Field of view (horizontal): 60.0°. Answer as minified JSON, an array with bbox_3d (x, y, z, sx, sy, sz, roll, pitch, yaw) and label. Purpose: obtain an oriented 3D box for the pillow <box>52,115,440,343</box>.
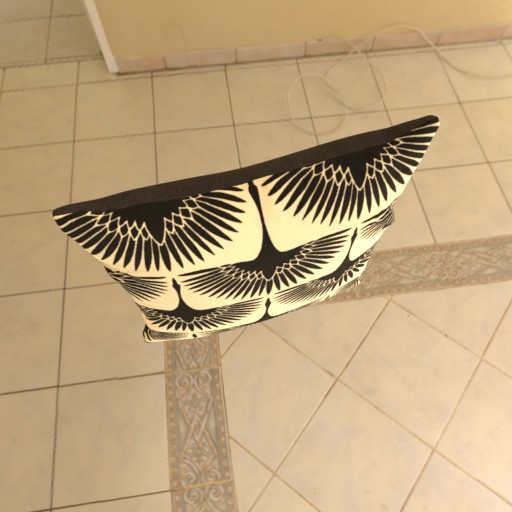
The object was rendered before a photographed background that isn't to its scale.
[{"bbox_3d":[0.000,0.000,0.658,0.432,0.432,0.139,-16,64,-8],"label":"pillow"}]
